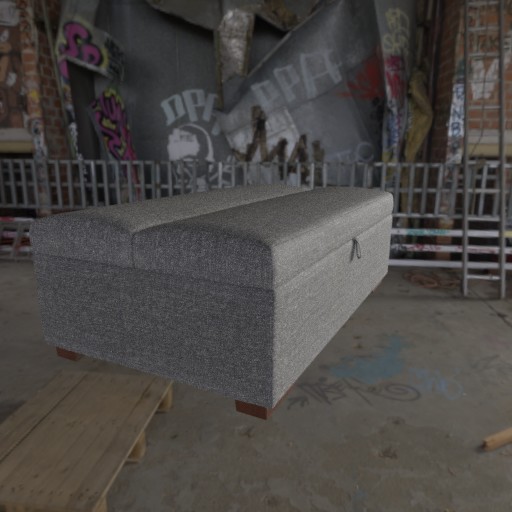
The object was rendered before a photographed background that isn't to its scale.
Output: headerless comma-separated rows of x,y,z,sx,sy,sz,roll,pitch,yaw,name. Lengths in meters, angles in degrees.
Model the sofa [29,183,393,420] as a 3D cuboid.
0.000,0.000,1.578,0.782,0.417,1.198,7,15,27,sofa
